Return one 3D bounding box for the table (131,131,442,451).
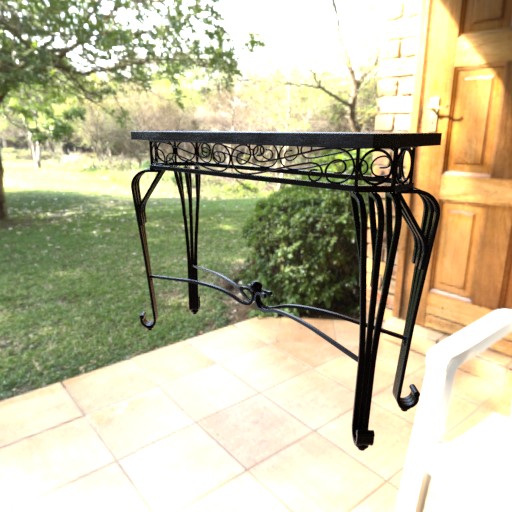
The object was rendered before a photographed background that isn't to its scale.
[{"bbox_3d":[0.000,0.000,1.484,1.112,0.800,0.329,15,22,43],"label":"table"}]
